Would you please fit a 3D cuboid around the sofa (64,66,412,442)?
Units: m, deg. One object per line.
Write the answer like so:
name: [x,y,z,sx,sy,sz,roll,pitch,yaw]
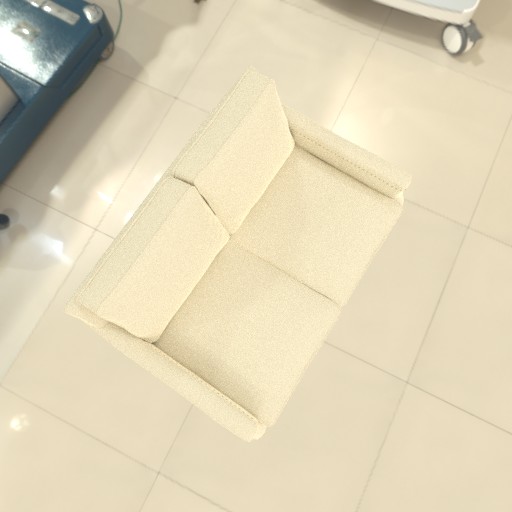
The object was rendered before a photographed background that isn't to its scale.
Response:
sofa: [0.000,0.000,2.370,1.084,1.003,1.597,32,78,8]
